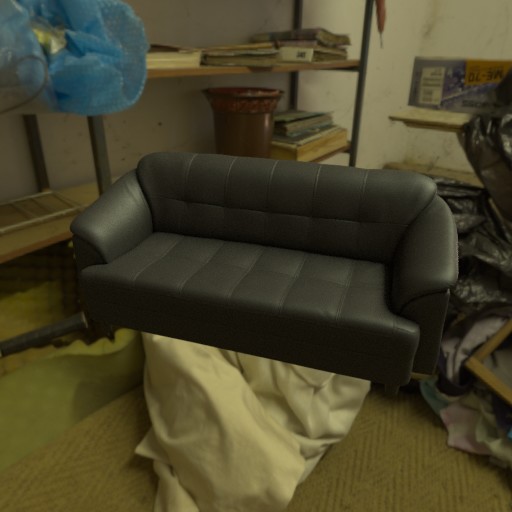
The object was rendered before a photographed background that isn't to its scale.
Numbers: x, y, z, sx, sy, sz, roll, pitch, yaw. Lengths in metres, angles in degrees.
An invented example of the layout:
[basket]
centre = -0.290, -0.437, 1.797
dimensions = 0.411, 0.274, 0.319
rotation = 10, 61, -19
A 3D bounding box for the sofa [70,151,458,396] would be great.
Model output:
[sofa]
centre = 0.000, 0.000, 2.244
dimensions = 1.829, 0.811, 0.800
rotation = 8, 27, 17
